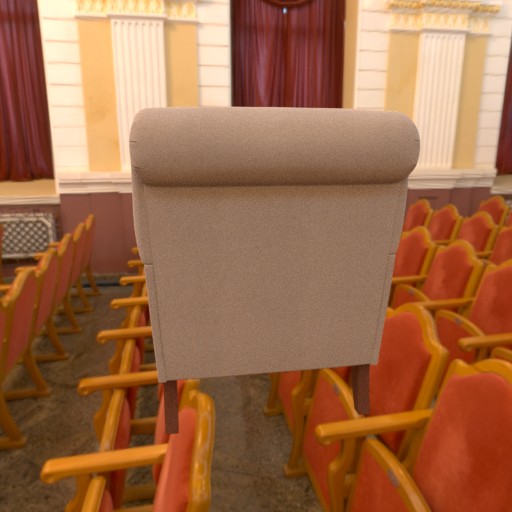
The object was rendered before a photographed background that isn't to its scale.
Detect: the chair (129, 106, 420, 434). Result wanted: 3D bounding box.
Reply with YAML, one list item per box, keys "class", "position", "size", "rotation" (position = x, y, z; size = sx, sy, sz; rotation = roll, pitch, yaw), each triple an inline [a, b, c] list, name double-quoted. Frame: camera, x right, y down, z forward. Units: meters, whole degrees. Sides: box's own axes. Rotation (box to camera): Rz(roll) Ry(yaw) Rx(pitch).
- class: "chair"
  position: [0.000, 0.000, 1.558]
  size: [0.766, 0.942, 0.842]
  rotation: [-2, 14, -9]
